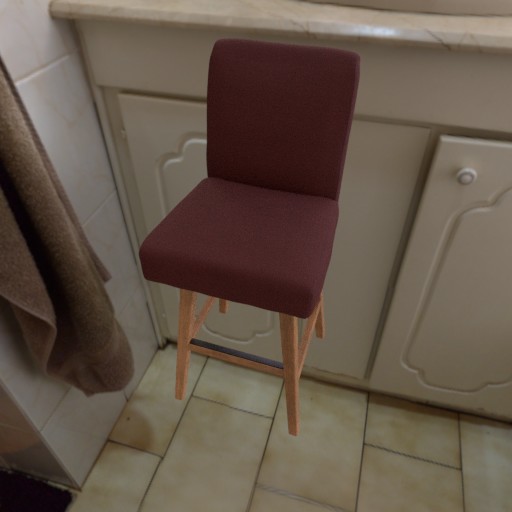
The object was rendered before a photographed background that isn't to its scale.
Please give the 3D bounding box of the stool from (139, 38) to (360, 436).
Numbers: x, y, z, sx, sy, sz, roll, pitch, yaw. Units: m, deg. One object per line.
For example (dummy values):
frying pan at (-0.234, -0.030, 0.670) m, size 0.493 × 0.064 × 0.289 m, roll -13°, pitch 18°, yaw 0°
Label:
stool at (0.000, 0.000, 1.365) m, size 0.468 × 1.093 × 0.562 m, roll 12°, pitch 43°, yaw 14°
